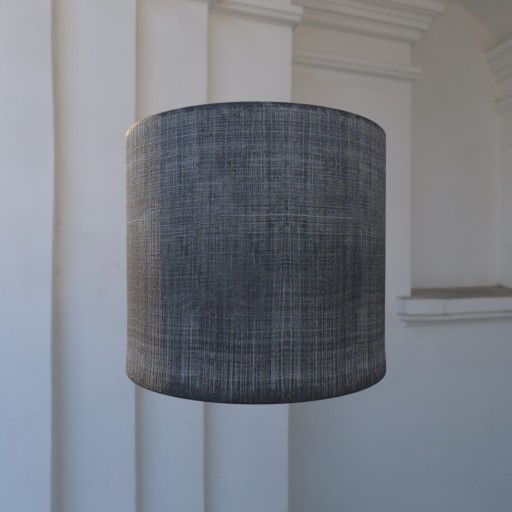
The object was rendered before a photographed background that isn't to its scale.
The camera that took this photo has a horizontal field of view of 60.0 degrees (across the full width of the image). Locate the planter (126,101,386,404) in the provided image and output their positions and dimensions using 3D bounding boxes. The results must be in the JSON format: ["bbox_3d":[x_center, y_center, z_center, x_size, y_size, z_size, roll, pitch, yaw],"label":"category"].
[{"bbox_3d":[0.000,0.000,0.315,0.178,0.157,0.178,0,0,0],"label":"planter"}]
